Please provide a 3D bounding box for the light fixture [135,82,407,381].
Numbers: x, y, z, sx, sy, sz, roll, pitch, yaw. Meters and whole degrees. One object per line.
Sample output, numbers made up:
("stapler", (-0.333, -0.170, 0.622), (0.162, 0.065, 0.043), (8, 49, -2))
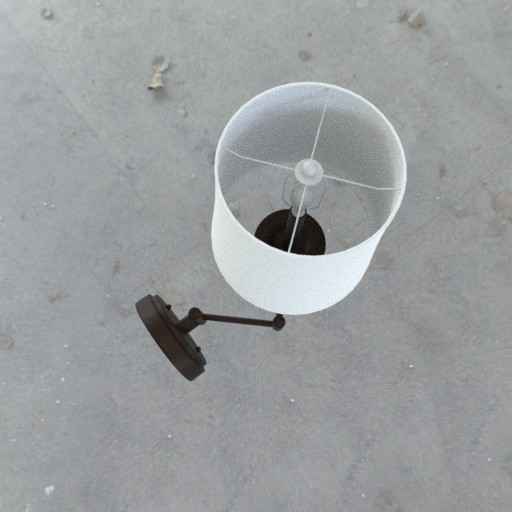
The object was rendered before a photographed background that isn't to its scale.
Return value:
("light fixture", (0.000, 0.000, 0.261), (0.157, 0.172, 0.100), (-36, 79, -8))
